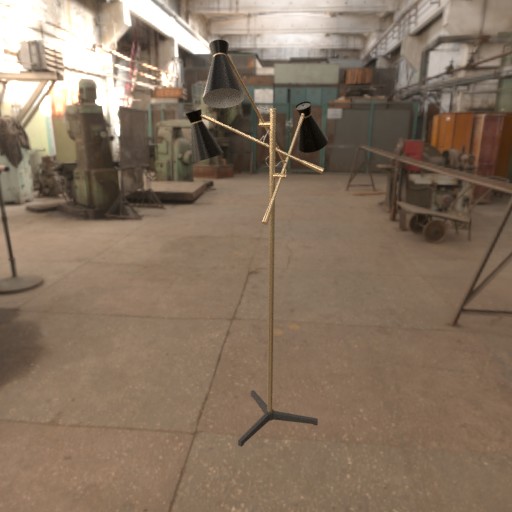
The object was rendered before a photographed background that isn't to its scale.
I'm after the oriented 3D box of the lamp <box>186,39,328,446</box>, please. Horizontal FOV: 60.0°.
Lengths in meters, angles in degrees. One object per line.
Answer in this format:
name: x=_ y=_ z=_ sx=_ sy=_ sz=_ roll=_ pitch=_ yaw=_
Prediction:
lamp: x=0.000 y=0.000 z=2.119 sx=0.653 sy=1.804 sz=0.750 roll=2 pitch=17 yaw=7
